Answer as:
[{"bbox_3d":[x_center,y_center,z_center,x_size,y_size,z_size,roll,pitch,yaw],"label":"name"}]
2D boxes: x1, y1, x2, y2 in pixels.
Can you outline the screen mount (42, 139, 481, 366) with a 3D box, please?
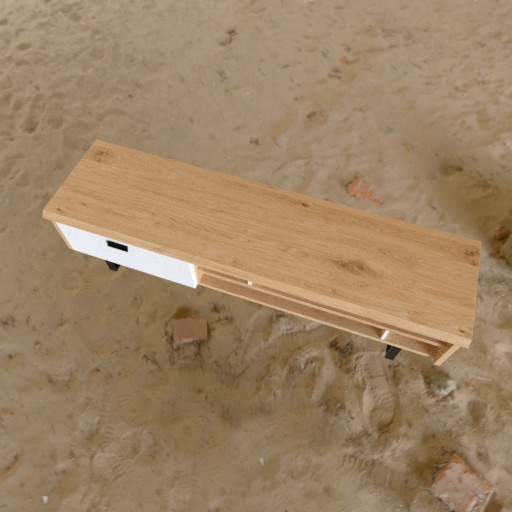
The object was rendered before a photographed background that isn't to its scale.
[{"bbox_3d":[0.000,0.000,1.942,1.700,0.430,0.450,16,59,10],"label":"screen mount"}]
